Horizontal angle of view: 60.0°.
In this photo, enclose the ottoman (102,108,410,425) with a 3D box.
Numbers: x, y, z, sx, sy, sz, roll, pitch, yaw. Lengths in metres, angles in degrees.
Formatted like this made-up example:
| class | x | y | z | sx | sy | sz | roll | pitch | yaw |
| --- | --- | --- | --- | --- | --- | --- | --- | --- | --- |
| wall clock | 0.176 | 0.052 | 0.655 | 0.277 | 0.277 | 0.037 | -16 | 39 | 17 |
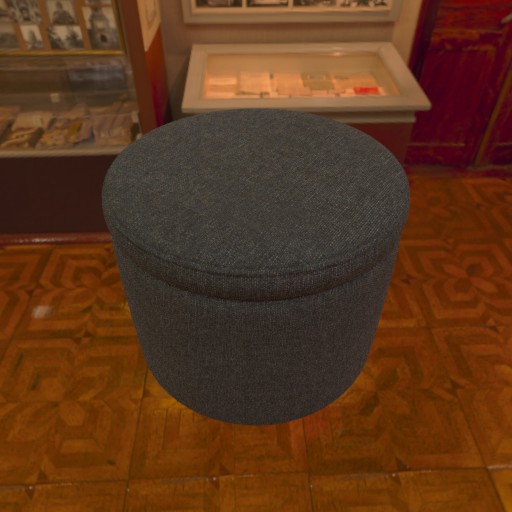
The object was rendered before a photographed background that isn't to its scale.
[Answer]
| class | x | y | z | sx | sy | sz | roll | pitch | yaw |
| --- | --- | --- | --- | --- | --- | --- | --- | --- | --- |
| ottoman | 0.000 | 0.000 | 0.885 | 0.520 | 0.430 | 0.520 | 0 | 42 | 0 |
